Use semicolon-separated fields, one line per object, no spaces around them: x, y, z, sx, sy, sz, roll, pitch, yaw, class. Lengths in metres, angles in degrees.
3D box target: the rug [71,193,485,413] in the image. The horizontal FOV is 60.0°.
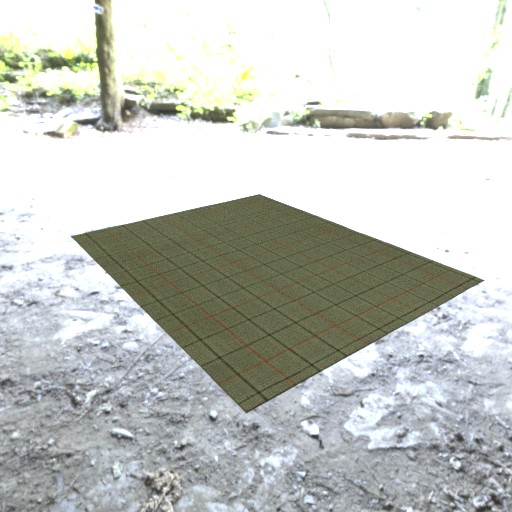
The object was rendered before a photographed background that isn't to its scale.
0.000;0.000;4.094;2.444;0.012;3.048;-18;30;-33;rug
